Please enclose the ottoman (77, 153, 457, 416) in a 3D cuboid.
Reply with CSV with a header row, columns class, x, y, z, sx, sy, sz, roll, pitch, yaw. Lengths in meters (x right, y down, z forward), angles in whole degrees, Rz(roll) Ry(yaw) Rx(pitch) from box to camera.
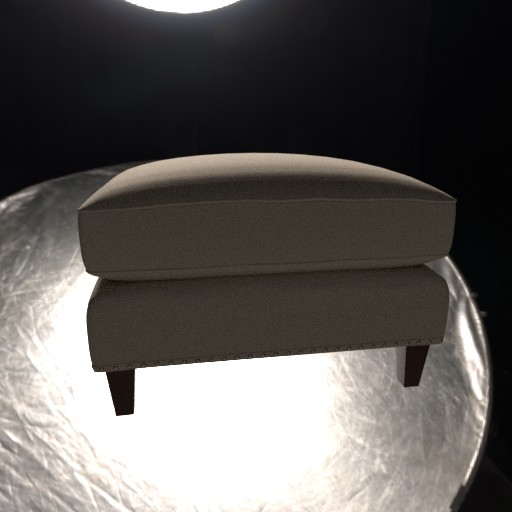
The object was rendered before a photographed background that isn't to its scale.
class,x,y,z,sx,sy,sz,roll,pitch,yaw
ottoman,0.000,0.000,1.138,0.741,0.513,0.584,-3,16,-9
